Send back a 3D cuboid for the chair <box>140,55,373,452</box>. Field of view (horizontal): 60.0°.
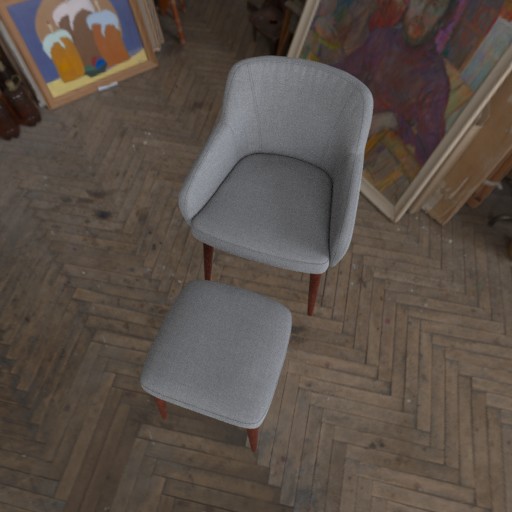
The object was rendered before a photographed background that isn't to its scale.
[{"bbox_3d":[0.000,0.000,1.535,0.584,0.799,1.107,16,61,9],"label":"chair"}]
